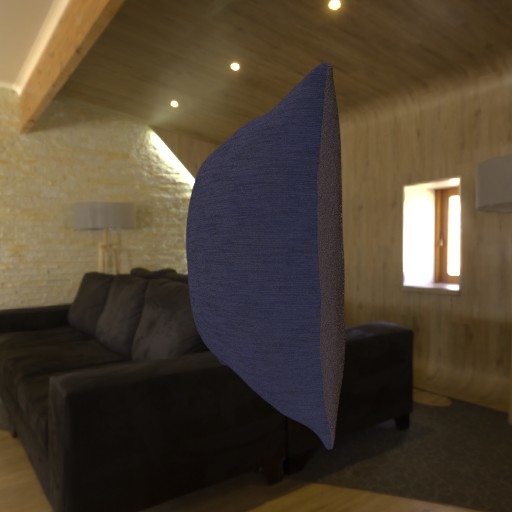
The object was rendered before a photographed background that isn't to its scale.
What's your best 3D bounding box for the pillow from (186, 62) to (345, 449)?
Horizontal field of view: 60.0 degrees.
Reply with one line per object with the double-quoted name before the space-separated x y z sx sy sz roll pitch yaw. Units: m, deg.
"pillow" 0.000 0.000 0.694 0.204 0.439 0.452 0 0 -20
